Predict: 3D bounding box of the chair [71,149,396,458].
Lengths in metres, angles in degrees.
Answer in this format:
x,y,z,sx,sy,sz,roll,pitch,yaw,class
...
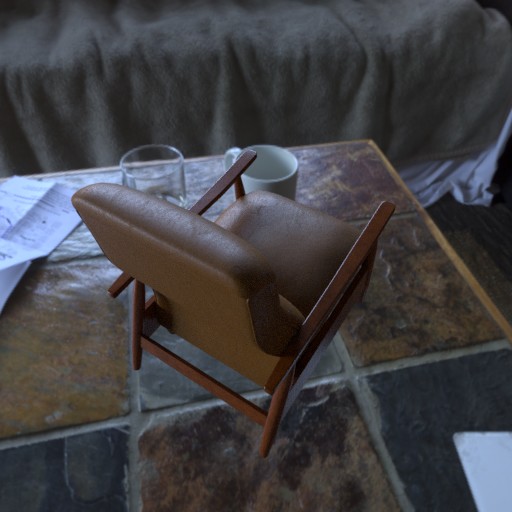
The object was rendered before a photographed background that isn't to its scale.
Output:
x,y,z,sx,sy,sz,roll,pitch,yaw,class
0.000,0.000,1.794,0.762,1.082,1.014,26,52,22,chair
